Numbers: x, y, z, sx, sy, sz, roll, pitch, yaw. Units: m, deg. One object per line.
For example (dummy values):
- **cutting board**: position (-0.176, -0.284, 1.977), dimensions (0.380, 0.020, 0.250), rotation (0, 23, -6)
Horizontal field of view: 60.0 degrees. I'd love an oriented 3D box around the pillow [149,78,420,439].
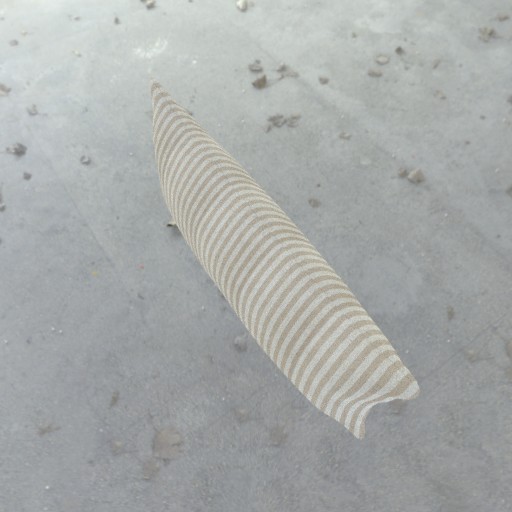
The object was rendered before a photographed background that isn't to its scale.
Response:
- **pillow**: position (0.000, 0.000, 0.720), dimensions (0.151, 0.295, 0.617), rotation (-30, 63, -17)
